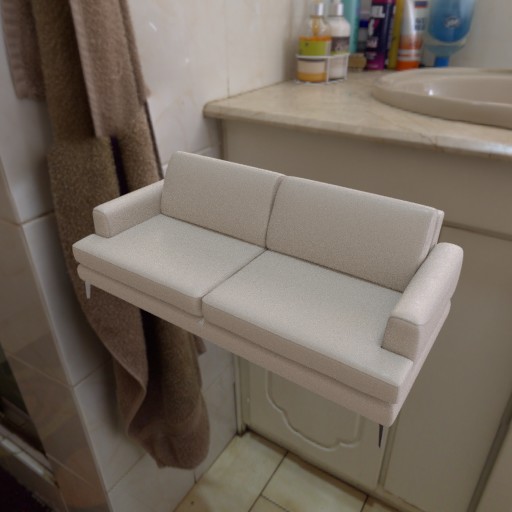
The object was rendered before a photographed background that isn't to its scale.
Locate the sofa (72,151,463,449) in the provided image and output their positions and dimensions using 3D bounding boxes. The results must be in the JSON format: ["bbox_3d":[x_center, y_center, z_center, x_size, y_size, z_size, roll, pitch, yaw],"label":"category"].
[{"bbox_3d":[0.000,0.000,2.411,1.940,0.765,0.974,19,35,29],"label":"sofa"}]
